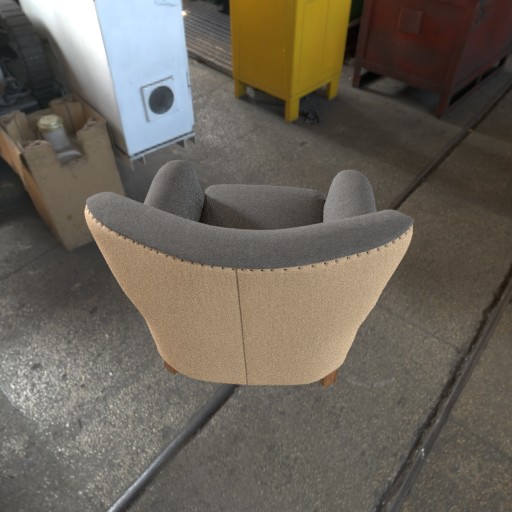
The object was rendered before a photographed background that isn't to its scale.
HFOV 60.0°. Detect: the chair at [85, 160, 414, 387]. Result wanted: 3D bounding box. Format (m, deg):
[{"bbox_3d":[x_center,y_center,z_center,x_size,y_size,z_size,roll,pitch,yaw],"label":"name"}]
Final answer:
[{"bbox_3d":[0.000,0.000,1.624,0.861,0.936,0.921,4,46,4],"label":"chair"}]
